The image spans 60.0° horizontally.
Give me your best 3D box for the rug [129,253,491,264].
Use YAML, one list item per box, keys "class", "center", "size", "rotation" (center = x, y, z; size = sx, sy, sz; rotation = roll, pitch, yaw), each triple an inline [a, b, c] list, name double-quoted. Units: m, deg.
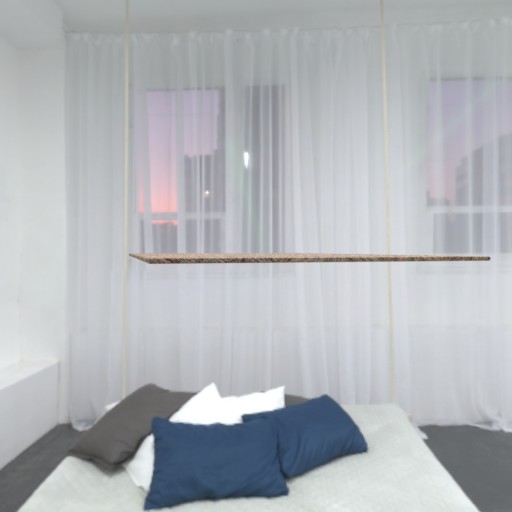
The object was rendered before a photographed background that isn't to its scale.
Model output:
- class: "rug"
  center: [0.000, 0.000, 2.877]
  size: [1.523, 0.019, 2.285]
  rotation: [0, 1, -18]
